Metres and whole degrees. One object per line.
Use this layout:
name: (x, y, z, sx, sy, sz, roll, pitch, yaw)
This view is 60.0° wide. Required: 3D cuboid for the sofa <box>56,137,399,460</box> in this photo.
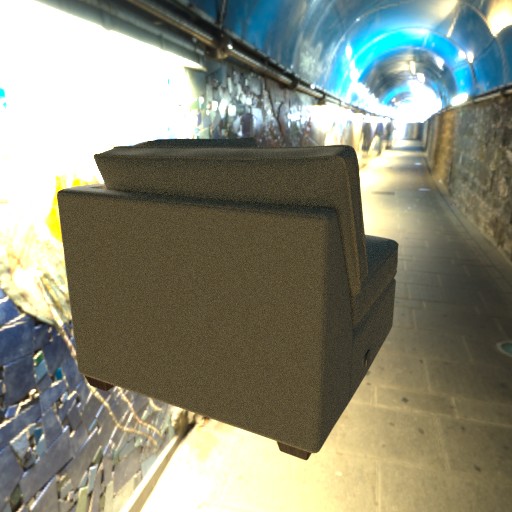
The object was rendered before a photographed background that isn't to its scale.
sofa: (0.000, 0.000, 1.957, 1.084, 1.002, 1.146, 8, 18, 27)
